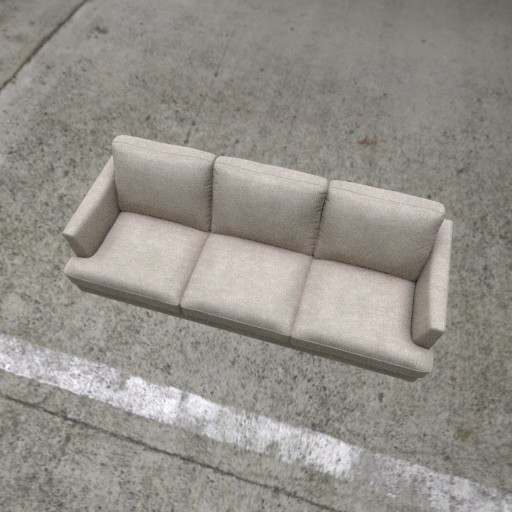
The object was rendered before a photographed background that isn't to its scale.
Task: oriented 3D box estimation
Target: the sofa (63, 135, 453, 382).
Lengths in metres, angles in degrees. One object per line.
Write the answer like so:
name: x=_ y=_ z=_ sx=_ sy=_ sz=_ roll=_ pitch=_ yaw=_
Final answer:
sofa: x=0.000 y=0.000 z=2.769 sx=2.246 sy=0.930 sz=0.903 roll=14 pitch=59 yaw=9
